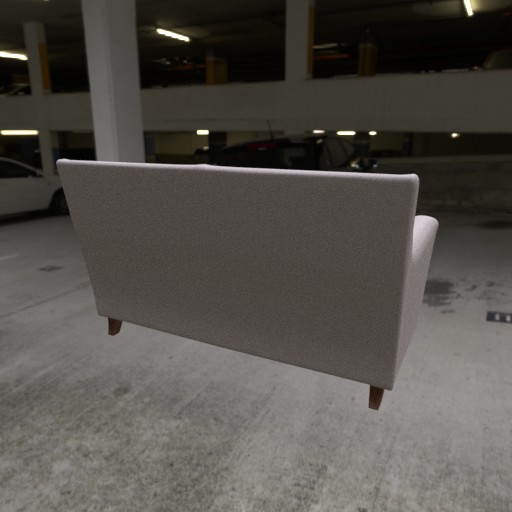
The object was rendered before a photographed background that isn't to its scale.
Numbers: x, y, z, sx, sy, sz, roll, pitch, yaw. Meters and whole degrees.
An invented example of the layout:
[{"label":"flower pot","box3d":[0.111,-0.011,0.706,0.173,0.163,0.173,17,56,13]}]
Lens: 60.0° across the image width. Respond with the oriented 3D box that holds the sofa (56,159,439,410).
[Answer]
[{"label":"sofa","box3d":[0.000,0.000,2.059,1.482,0.890,0.888,8,18,27]}]
